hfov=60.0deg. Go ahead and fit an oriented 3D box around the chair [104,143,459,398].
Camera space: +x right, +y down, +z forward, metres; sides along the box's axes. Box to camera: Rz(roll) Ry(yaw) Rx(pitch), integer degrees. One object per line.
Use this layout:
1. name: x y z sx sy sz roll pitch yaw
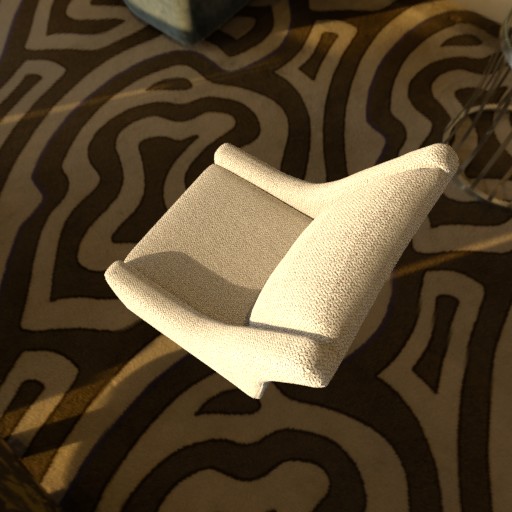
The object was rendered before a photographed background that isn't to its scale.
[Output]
1. chair: 0.000 0.000 1.615 0.870 1.014 0.774 32 68 15
